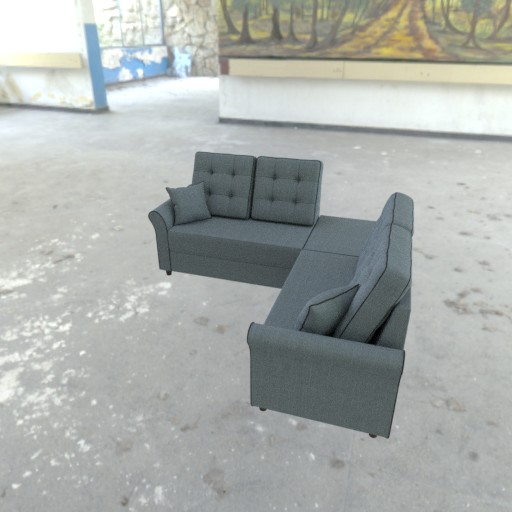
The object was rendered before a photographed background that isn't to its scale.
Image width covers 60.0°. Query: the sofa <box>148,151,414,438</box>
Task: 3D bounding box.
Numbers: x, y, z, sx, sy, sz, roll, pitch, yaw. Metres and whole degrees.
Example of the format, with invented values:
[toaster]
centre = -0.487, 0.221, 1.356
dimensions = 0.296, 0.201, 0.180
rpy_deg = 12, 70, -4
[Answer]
[sofa]
centre = 0.000, 0.000, 3.211
dimensions = 2.068, 0.988, 2.070
rpy_deg = 8, 28, 16
